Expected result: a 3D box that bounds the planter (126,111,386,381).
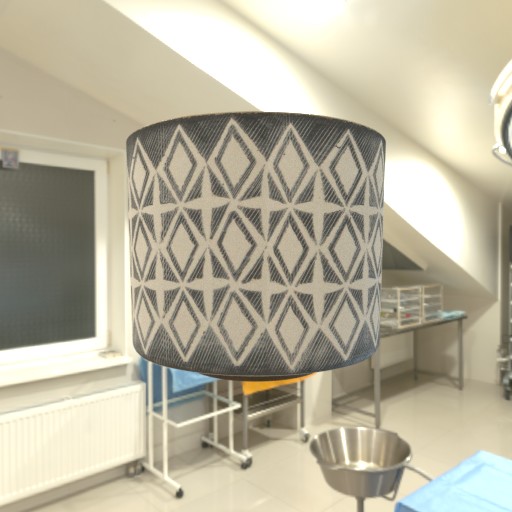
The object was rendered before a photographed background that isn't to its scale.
[{"bbox_3d":[0.000,0.000,0.343,0.192,0.165,0.192,0,1,0],"label":"planter"}]
